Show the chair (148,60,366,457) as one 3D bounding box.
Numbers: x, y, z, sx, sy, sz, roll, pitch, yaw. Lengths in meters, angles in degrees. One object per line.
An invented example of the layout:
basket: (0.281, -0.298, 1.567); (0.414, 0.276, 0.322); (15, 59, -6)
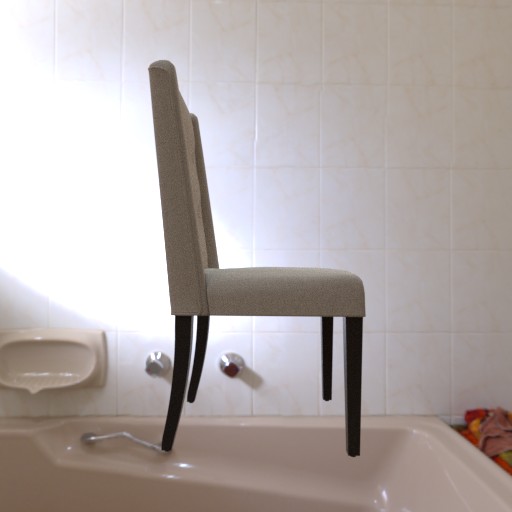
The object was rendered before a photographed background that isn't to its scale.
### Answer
chair: (0.000, 0.000, 1.279); (0.523, 0.961, 0.474); (0, -1, 1)
